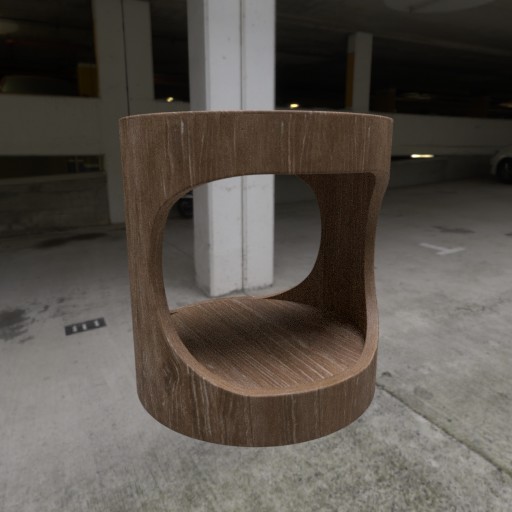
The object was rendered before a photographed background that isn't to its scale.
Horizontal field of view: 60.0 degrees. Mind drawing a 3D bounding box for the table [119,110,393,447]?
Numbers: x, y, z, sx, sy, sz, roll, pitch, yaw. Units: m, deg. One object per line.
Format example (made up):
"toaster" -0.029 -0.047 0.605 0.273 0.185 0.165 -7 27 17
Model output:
"table" 0.000 0.000 0.951 0.527 0.551 0.527 0 13 0
